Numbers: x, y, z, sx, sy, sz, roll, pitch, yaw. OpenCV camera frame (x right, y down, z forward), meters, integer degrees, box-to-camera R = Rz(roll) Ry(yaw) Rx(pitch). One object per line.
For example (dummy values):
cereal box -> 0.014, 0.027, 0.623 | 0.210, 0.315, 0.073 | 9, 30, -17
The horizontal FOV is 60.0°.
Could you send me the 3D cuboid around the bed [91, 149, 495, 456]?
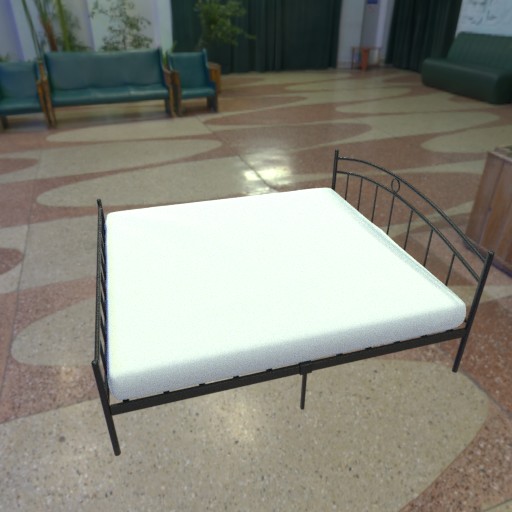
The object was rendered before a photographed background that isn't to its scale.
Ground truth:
bed -> 0.000, 0.000, 3.014 | 2.040, 0.940, 1.880 | -9, 32, -14
